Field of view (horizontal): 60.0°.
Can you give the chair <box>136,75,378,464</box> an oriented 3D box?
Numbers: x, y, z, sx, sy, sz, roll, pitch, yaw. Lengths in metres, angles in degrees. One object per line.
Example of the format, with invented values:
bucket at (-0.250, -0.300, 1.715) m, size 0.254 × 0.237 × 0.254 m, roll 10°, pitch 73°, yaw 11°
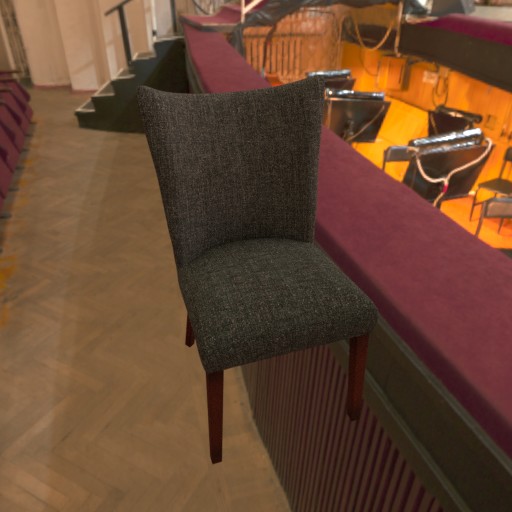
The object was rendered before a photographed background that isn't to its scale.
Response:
chair at (0.000, 0.000, 1.310) m, size 0.535 × 0.924 × 0.623 m, roll -10°, pitch 34°, yaw -16°
